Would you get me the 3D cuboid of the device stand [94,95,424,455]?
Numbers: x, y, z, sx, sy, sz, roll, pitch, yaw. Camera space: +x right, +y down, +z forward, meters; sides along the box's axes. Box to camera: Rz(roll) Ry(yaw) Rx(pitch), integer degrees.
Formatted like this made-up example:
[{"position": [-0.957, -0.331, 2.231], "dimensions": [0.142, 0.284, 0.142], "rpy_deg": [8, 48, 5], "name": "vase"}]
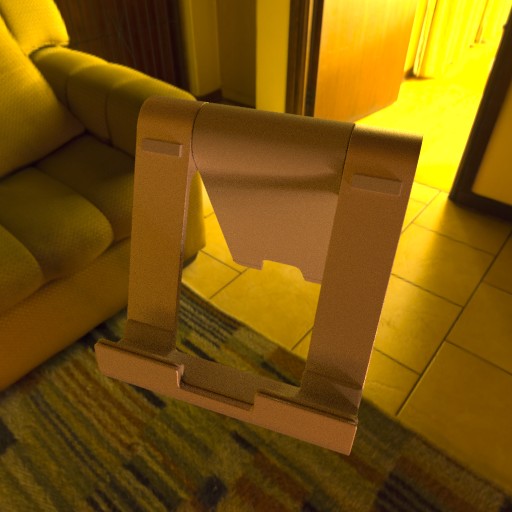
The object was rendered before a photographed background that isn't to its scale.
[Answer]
[{"position": [0.000, 0.000, 0.148], "dimensions": [0.086, 0.084, 0.079], "rpy_deg": [13, 42, 15], "name": "device stand"}]
